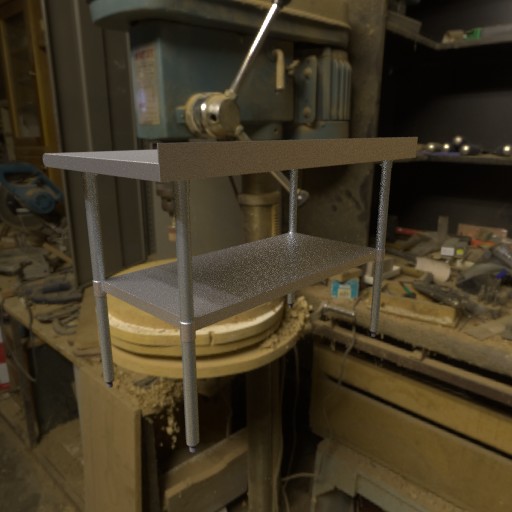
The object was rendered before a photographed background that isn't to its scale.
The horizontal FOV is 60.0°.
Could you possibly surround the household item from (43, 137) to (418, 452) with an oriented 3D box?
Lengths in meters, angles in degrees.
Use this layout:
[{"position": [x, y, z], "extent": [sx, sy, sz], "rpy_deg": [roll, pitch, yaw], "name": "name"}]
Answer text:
[{"position": [0.000, 0.000, 1.654], "extent": [0.610, 0.851, 1.219], "rpy_deg": [15, 21, 42], "name": "household item"}]
